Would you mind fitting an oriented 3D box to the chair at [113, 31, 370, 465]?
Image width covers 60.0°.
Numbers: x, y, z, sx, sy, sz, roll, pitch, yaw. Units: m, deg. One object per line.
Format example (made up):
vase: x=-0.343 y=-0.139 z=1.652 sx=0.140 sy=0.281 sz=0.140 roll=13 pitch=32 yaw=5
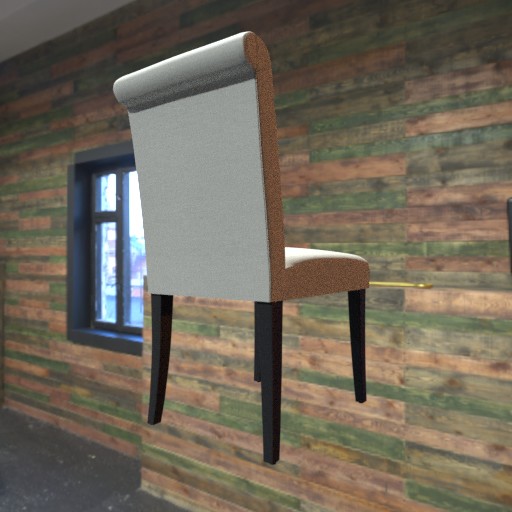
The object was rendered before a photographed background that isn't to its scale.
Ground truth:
chair: x=0.000 y=0.000 z=1.341 sx=0.452 sy=0.976 sz=0.708 roll=0 pitch=0 yaw=36
